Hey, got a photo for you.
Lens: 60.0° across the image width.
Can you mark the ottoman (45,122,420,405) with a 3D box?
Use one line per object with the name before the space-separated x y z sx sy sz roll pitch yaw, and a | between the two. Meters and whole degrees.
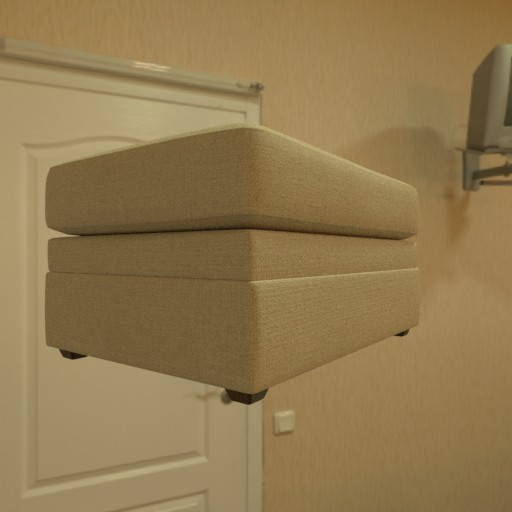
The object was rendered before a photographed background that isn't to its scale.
ottoman | 0.000 0.000 1.188 0.637 0.478 0.885 0 0 37
